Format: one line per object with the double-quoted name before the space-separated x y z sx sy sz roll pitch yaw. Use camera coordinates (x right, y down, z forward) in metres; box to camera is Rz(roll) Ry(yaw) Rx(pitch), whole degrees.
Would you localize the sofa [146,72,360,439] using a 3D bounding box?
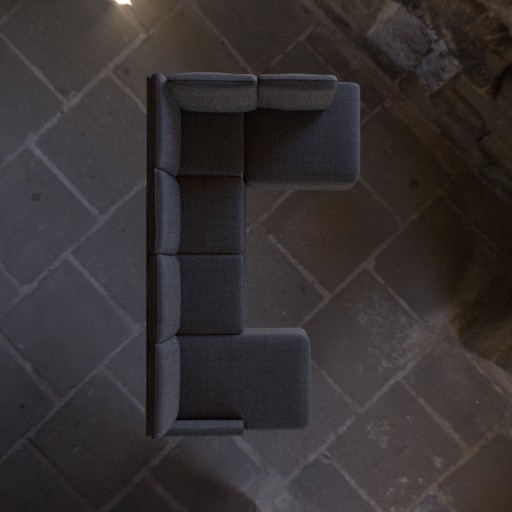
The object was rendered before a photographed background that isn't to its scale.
"sofa" 0.000 0.000 4.356 2.048 0.999 3.423 0 90 -2
